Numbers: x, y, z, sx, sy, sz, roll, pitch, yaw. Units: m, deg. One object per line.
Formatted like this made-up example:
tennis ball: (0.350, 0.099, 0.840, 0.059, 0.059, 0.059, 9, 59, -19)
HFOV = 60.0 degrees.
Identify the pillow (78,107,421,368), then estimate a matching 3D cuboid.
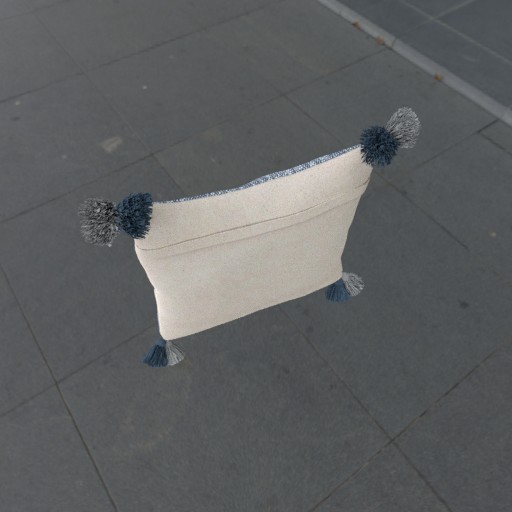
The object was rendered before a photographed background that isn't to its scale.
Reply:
pillow: (0.000, 0.000, 0.930, 0.614, 0.634, 0.138, -18, 58, -11)
